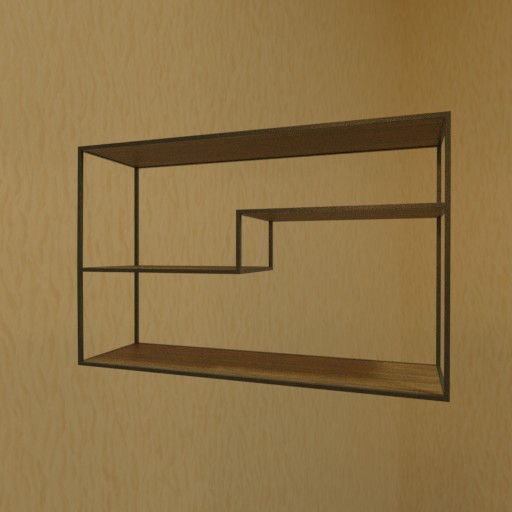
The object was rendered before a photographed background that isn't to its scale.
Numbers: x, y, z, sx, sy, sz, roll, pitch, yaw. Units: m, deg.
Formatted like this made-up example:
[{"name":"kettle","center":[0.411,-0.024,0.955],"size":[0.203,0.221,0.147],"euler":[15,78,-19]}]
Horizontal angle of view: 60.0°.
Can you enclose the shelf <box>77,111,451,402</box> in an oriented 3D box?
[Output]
[{"name":"shelf","center":[0.000,0.000,1.527],"size":[1.201,0.765,0.361],"euler":[0,0,19]}]
